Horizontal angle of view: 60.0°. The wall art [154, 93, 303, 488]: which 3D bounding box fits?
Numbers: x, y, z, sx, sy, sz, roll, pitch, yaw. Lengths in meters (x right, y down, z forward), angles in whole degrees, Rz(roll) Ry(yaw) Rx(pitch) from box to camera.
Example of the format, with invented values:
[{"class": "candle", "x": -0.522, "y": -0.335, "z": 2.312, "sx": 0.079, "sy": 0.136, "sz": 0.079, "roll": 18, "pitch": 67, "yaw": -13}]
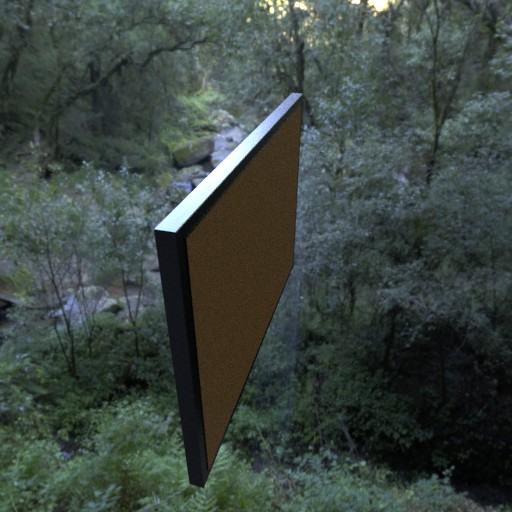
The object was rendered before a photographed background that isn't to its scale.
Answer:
[{"class": "wall art", "x": 0.000, "y": 0.000, "z": 0.841, "sx": 0.027, "sy": 0.458, "sz": 0.657, "roll": 9, "pitch": 33, "yaw": 14}]
